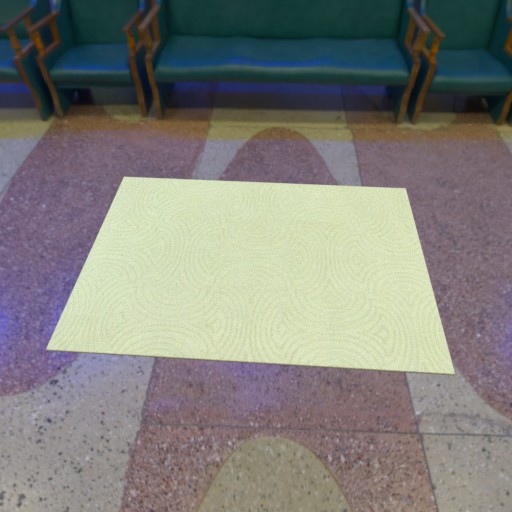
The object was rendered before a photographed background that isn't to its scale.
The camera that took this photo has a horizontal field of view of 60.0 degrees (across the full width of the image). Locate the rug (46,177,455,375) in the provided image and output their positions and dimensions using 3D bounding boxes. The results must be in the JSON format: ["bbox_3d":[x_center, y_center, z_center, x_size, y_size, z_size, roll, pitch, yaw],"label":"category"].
[{"bbox_3d":[0.000,0.000,2.825,2.132,0.015,1.526,3,47,3],"label":"rug"}]
